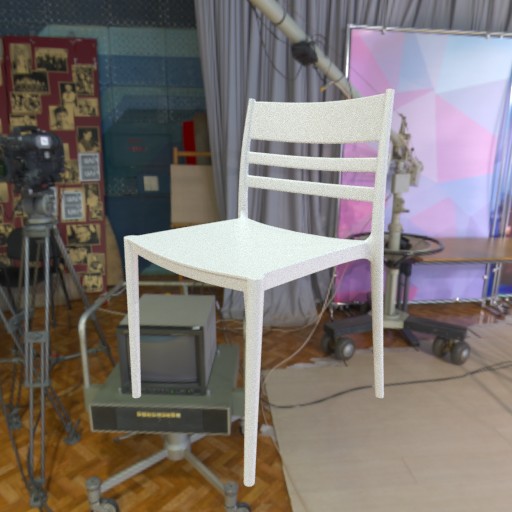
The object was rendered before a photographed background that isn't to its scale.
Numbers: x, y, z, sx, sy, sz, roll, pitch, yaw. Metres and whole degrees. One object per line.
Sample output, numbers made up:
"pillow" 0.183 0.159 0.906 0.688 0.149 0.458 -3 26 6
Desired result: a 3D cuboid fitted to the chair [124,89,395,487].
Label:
"chair" 0.000 0.000 1.133 0.531 0.800 0.511 15 22 43
